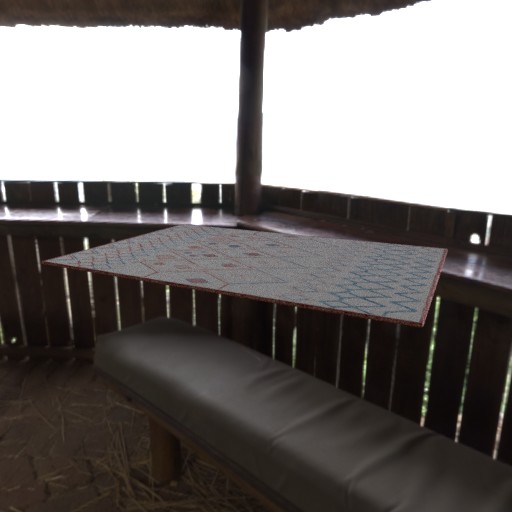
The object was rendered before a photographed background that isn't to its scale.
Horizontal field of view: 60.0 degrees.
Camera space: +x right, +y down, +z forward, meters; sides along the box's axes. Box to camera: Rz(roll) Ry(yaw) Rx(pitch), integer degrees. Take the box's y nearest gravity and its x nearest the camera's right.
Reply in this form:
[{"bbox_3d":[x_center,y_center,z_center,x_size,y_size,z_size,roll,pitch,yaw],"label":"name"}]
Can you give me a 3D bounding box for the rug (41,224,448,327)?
[{"bbox_3d":[0.000,0.000,2.380,1.829,0.016,1.219,7,16,25],"label":"rug"}]
